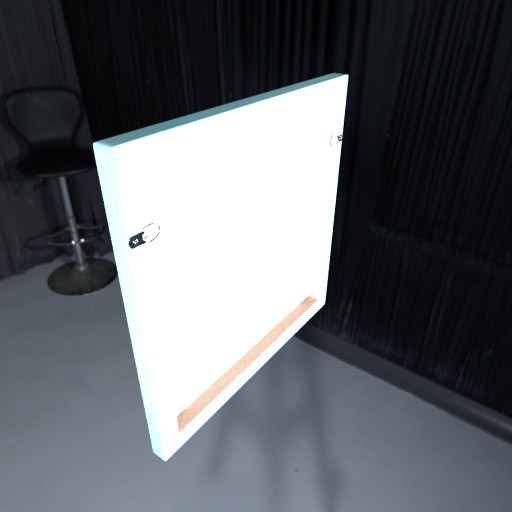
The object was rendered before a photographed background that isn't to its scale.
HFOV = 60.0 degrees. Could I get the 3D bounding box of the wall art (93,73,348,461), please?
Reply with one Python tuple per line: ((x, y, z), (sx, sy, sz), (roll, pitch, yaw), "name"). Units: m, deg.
((0.000, 0.000, 1.574), (0.070, 1.073, 1.071), (22, 38, 31), "wall art")
